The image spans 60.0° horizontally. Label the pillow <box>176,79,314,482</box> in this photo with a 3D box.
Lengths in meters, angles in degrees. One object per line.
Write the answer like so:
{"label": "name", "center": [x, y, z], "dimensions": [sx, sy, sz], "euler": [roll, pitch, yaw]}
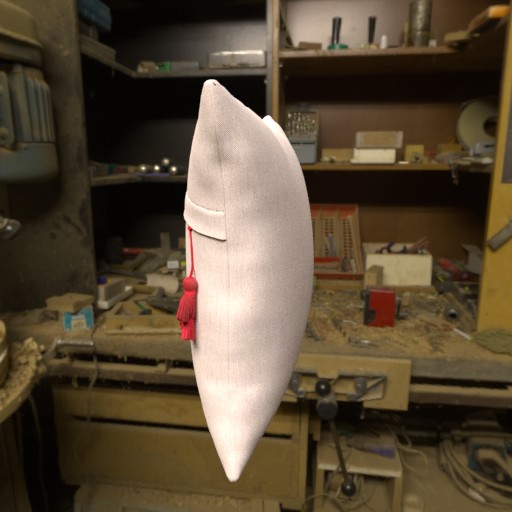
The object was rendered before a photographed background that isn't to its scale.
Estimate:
{"label": "pillow", "center": [0.000, 0.000, 0.667], "dimensions": [0.173, 0.436, 0.433], "euler": [2, 13, 9]}
